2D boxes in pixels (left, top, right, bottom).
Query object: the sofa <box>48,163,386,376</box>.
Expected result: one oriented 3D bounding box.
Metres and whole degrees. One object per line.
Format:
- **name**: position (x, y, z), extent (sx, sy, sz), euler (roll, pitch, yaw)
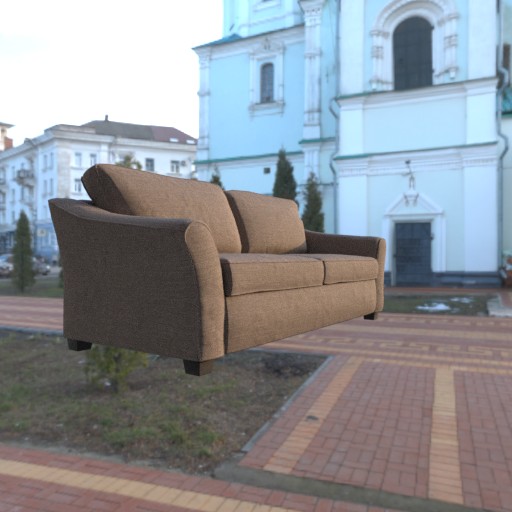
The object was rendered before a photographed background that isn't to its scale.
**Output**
- **sofa**: position (0.000, 0.000, 2.828), extent (0.980, 0.965, 2.270), euler (0, 0, 36)
